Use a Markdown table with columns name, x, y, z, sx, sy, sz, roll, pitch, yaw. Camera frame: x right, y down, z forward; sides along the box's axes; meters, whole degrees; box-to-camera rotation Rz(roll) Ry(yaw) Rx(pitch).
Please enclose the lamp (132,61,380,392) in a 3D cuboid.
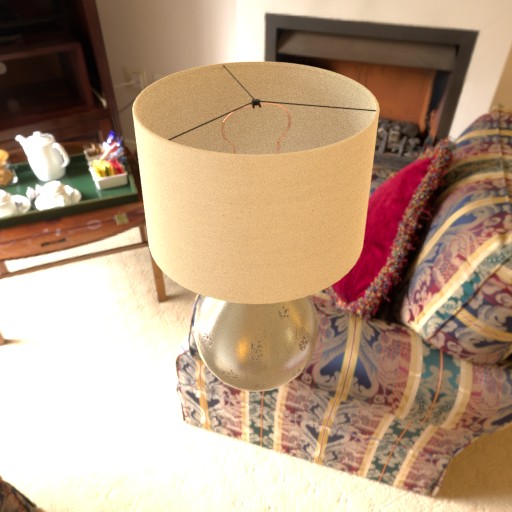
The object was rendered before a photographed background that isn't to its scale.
| name | x | y | z | sx | sy | sz | roll | pitch | yaw |
| --- | --- | --- | --- | --- | --- | --- | --- | --- | --- |
| lamp | 0.000 | 0.000 | 0.729 | 0.330 | 0.521 | 0.330 | 0 | 40 | 0 |
